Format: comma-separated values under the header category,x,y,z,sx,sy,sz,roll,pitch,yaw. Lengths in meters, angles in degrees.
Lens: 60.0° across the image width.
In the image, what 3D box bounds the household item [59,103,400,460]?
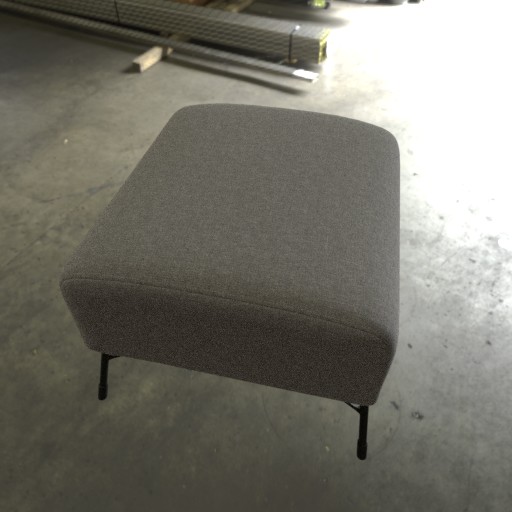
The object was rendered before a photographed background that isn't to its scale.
category,x,y,z,sx,sy,sz,roll,pitch,yaw
household item,0.000,0.000,0.873,0.530,0.410,0.530,9,47,9
